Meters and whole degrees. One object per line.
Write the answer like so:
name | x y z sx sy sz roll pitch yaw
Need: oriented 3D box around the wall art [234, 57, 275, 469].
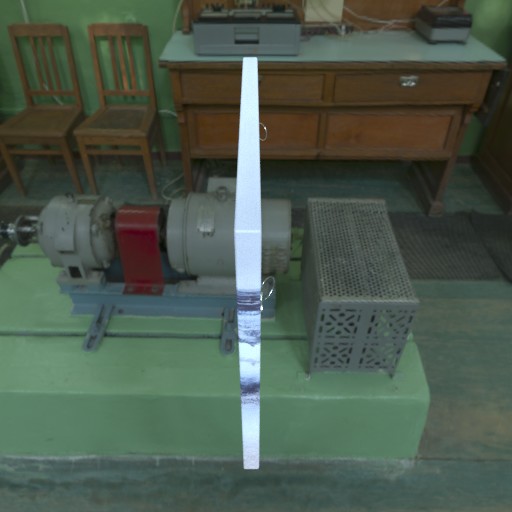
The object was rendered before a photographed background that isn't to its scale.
wall art | 0.000 0.000 1.139 0.065 0.747 0.755 0 41 0
